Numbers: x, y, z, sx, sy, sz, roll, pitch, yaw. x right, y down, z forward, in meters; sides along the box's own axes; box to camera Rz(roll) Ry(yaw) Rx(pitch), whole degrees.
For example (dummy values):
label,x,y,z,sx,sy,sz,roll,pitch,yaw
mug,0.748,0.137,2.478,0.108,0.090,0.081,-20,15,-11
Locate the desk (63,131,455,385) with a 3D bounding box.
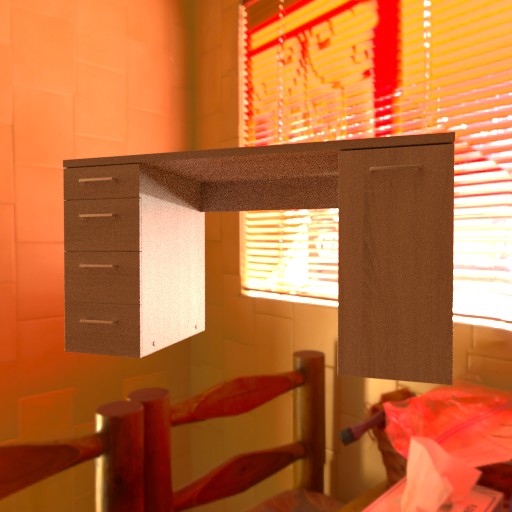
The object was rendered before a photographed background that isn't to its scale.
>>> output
label,x,y,z,sx,sy,sz,roll,pitch,yaw
desk,0.000,0.000,1.759,1.390,0.740,0.600,0,1,18
